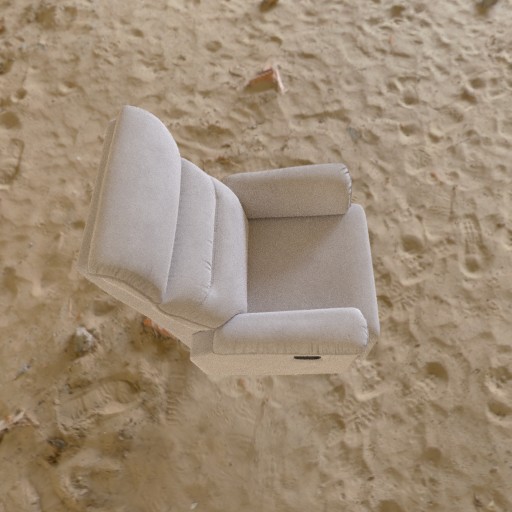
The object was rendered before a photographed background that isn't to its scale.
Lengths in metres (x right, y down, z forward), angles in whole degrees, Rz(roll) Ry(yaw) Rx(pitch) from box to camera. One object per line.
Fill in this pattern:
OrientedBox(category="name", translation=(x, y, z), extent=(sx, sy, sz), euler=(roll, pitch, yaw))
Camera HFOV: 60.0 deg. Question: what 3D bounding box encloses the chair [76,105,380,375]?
OrientedBox(category="chair", translation=(0.000, 0.000, 1.747), extent=(1.001, 1.039, 0.820), euler=(0, 62, 0))
